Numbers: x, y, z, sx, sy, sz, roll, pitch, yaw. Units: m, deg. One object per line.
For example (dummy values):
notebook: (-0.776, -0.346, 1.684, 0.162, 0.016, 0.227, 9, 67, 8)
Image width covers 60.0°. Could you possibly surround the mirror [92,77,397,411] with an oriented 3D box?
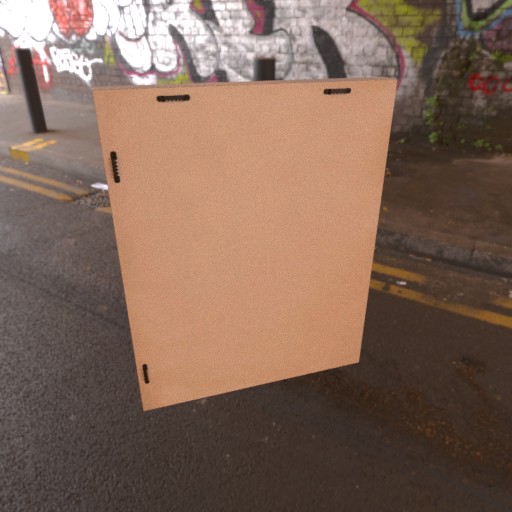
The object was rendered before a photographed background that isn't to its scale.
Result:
mirror: (0.000, 0.000, 0.694, 0.405, 0.508, 0.041, -8, 28, -16)
